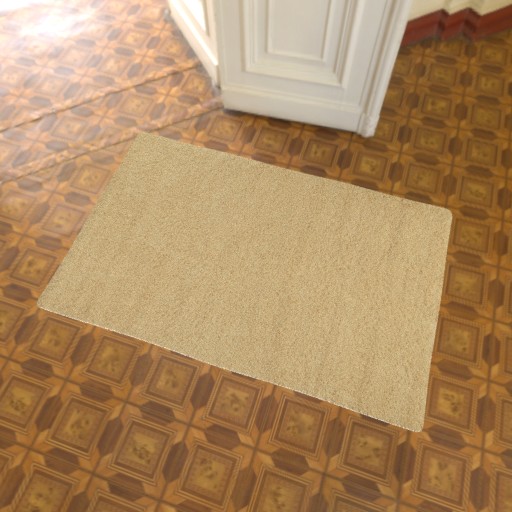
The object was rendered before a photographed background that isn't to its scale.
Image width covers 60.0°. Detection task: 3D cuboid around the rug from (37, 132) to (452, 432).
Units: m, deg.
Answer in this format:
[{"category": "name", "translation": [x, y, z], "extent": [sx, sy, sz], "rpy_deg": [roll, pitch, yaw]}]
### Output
[{"category": "rug", "translation": [0.000, 0.000, 2.875], "extent": [2.349, 0.026, 1.500], "rpy_deg": [16, 63, 8]}]
